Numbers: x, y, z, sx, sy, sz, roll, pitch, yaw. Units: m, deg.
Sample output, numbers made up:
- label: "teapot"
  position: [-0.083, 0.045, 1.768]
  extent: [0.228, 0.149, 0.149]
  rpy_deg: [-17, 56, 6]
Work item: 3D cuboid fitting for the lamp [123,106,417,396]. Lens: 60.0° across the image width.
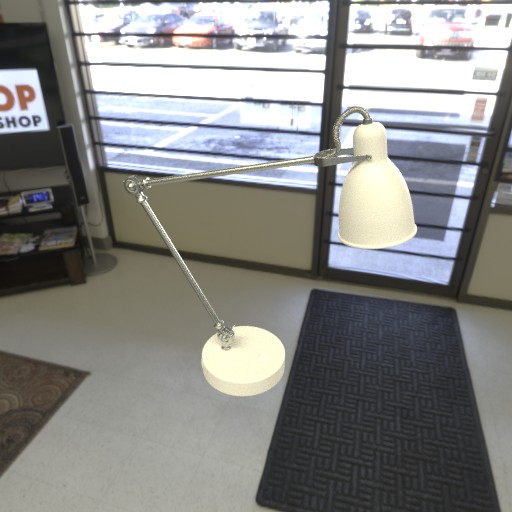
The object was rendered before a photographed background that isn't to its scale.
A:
- label: "lamp"
  position: [0.000, 0.000, 0.860]
  extent: [0.561, 0.587, 0.187]
  rpy_deg: [10, 31, 17]
